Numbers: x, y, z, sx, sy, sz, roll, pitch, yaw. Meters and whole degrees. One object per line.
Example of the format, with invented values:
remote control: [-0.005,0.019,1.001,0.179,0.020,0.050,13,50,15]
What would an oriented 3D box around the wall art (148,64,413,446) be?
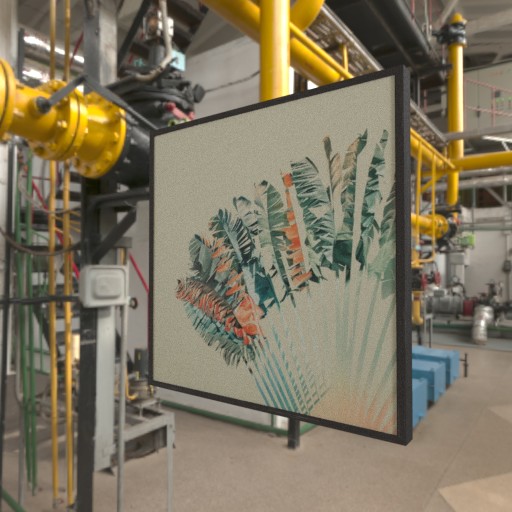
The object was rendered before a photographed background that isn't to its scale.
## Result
wall art: [0.000,0.000,1.122,0.762,0.758,0.043,-1,-1,36]
